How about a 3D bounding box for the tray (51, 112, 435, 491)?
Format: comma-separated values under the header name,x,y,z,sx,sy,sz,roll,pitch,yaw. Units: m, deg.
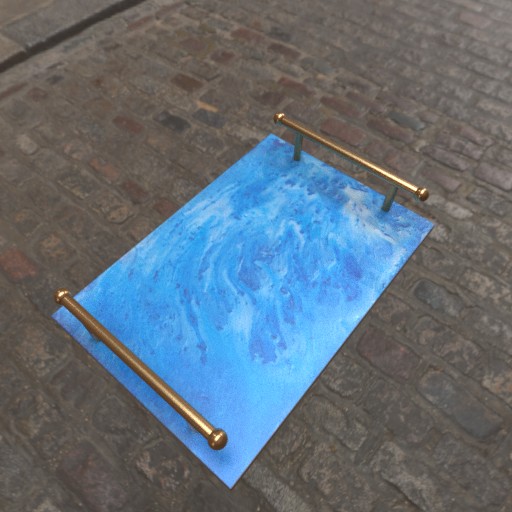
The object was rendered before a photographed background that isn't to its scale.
name,x,y,z,sx,sy,sz,roll,pitch,yaw
tray,0.000,0.000,0.576,0.304,0.084,0.444,35,63,21
